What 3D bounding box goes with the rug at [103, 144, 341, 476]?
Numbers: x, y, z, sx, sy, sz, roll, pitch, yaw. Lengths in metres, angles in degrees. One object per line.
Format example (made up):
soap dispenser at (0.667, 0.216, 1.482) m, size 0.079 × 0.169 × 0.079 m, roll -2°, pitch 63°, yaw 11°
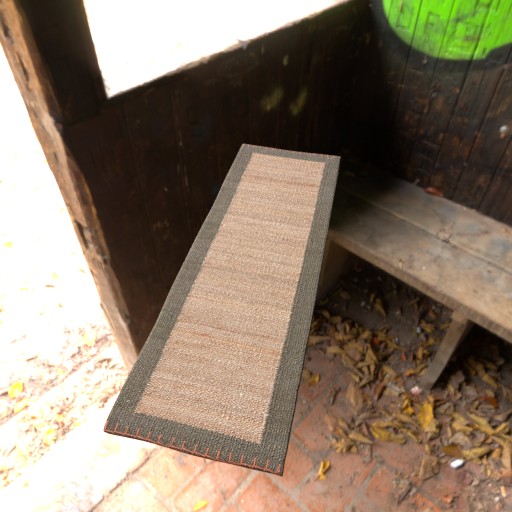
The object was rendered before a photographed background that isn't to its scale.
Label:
rug at (0.000, 0.000, 2.690) m, size 0.810 × 0.016 × 2.413 m, roll 10°, pitch 46°, yaw 10°
